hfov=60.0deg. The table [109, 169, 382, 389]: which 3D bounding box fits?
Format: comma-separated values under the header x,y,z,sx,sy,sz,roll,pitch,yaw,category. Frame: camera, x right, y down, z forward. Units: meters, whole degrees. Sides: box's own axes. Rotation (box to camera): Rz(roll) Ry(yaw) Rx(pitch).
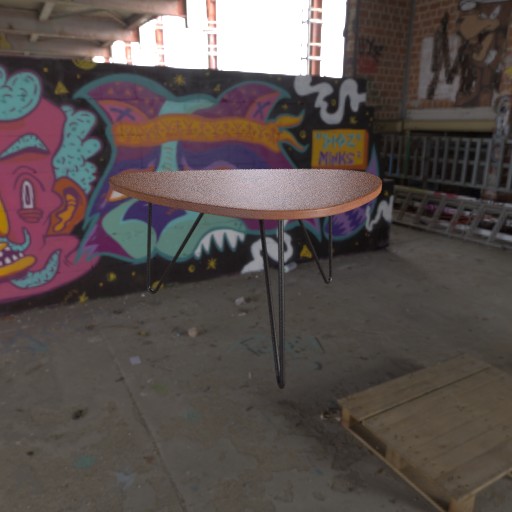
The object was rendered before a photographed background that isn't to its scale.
x,y,z,sx,sy,sz,roll,pitch,yaw,category
0.000,0.000,1.260,0.833,0.413,0.821,-3,16,-9,table
